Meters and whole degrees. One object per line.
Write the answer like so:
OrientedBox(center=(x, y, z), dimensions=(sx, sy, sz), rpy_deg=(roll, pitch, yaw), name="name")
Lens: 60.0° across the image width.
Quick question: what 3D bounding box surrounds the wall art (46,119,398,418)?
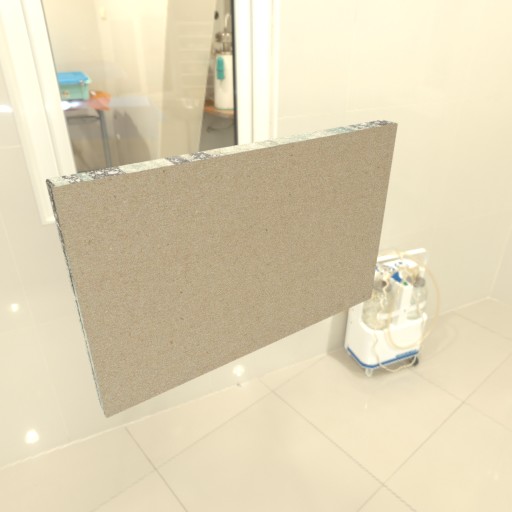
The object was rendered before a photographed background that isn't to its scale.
OrientedBox(center=(0.000, 0.000, 0.794), dimensions=(0.618, 0.398, 0.042), rpy_deg=(-18, 34, -29), name="wall art")
